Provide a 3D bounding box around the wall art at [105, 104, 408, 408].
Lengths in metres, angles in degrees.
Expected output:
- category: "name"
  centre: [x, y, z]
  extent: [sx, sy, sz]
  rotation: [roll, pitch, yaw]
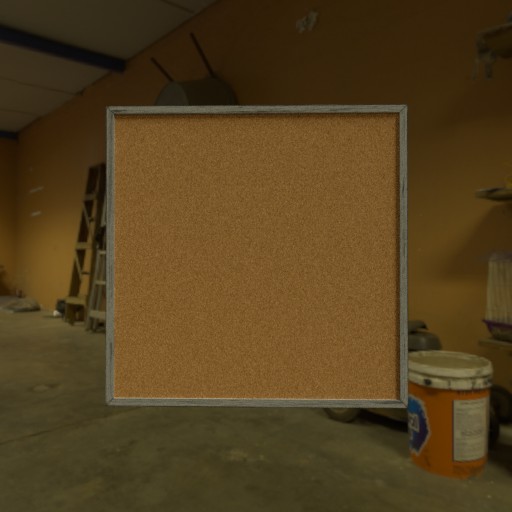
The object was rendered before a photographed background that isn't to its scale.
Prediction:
- category: "wall art"
  centre: [0.000, 0.000, 1.134]
  extent: [0.761, 0.761, 0.037]
  rotation: [0, 0, 1]
